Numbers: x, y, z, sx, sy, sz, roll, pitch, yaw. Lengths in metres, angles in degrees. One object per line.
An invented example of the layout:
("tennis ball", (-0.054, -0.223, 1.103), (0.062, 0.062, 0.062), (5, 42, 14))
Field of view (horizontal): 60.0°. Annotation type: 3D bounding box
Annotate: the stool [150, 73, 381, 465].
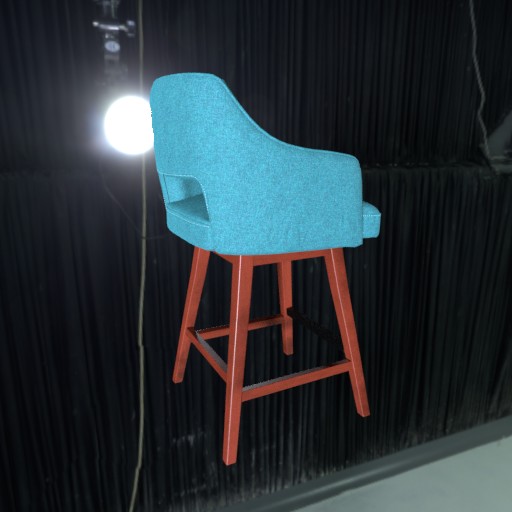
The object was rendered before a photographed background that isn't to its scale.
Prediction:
("stool", (0.000, 0.000, 1.315), (0.556, 0.961, 0.548), (-8, 17, -26))
